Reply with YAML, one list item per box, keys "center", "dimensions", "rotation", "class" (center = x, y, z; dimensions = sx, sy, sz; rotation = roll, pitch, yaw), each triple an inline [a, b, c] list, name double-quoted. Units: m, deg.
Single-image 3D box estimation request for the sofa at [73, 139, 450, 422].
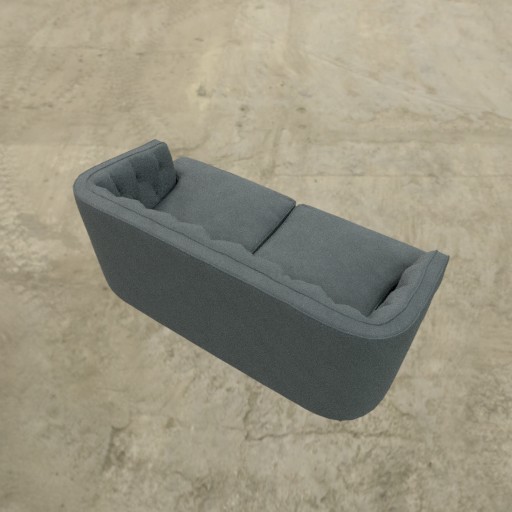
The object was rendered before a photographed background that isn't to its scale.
- center: [0.000, 0.000, 2.309]
  dimensions: [1.733, 0.855, 0.941]
  rotation: [25, 52, 21]
  class: "sofa"
